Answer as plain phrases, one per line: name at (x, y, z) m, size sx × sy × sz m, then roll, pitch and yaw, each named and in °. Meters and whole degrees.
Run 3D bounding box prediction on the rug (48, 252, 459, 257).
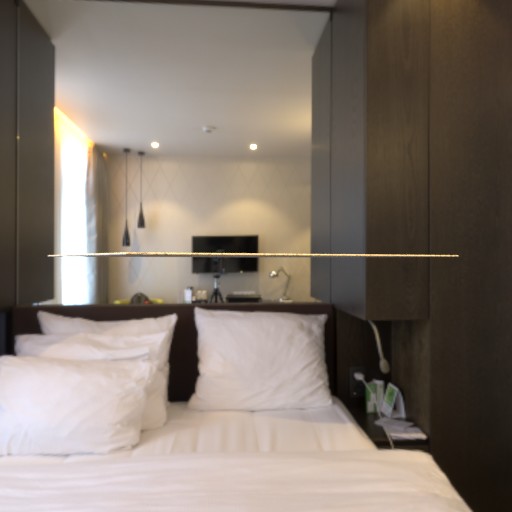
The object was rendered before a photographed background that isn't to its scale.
rug at (0.000, 0.000, 2.360) m, size 1.827 × 0.007 × 1.211 m, roll 0°, pitch 0°, yaw -35°
